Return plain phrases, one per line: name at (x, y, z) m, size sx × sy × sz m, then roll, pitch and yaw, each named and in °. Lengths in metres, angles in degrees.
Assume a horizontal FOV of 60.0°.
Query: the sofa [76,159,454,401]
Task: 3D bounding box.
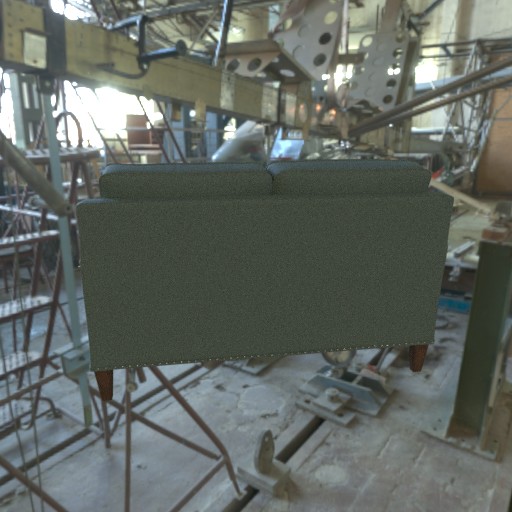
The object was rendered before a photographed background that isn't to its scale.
sofa at (0.000, 0.000, 2.305) m, size 1.597 × 1.003 × 1.084 m, roll -2°, pitch 14°, yaw -10°
